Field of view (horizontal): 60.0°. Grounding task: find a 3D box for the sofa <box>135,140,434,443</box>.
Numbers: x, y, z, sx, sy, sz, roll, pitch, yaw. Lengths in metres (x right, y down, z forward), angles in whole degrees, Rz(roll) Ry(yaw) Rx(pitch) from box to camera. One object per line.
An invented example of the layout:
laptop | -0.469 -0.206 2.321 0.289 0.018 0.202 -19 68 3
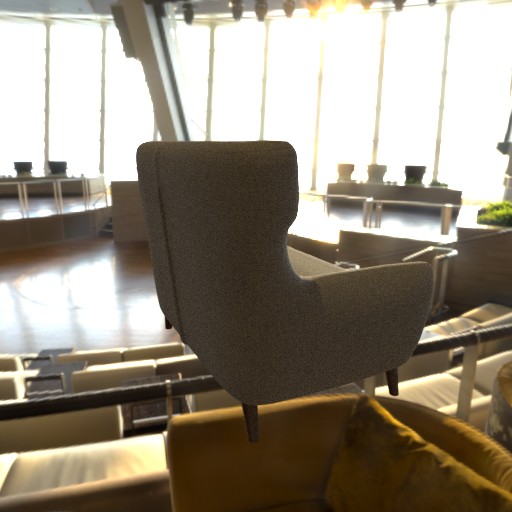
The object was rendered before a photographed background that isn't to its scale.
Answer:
sofa | 0.000 0.000 2.042 0.884 1.028 1.386 -7 16 -26
